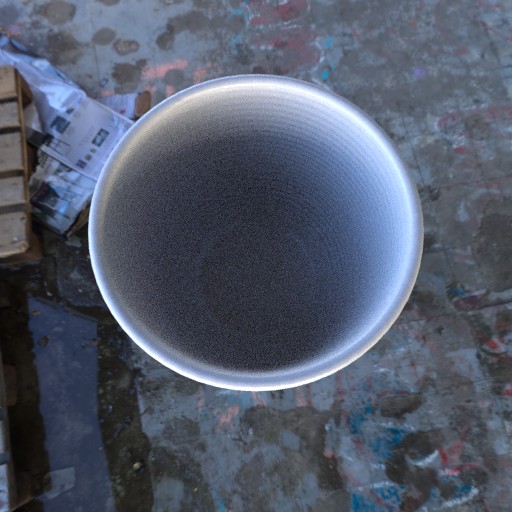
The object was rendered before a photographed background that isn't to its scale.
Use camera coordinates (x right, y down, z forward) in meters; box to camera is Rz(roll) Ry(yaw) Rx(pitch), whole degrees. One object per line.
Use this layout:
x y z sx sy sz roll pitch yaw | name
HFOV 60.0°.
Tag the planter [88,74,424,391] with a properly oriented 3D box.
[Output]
0.000 0.000 0.296 0.170 0.152 0.170 0 74 0 | planter
